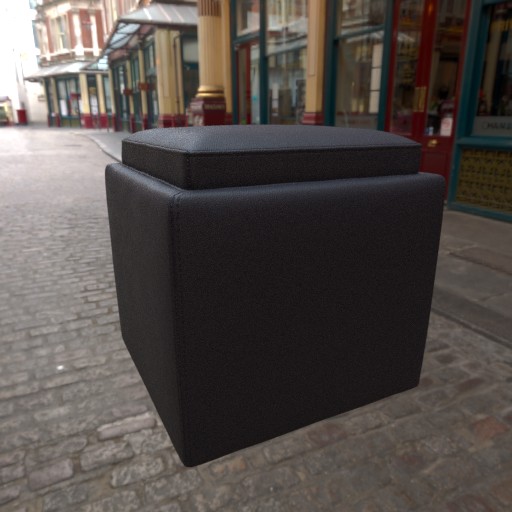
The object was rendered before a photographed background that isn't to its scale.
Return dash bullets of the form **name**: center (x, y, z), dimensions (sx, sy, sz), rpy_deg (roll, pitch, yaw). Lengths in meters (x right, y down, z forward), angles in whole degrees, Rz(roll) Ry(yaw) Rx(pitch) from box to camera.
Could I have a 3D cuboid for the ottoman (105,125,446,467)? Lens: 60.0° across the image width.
- **ottoman**: center (0.000, 0.000, 0.811), dimensions (0.450, 0.460, 0.451), rpy_deg (-9, 19, -26)
